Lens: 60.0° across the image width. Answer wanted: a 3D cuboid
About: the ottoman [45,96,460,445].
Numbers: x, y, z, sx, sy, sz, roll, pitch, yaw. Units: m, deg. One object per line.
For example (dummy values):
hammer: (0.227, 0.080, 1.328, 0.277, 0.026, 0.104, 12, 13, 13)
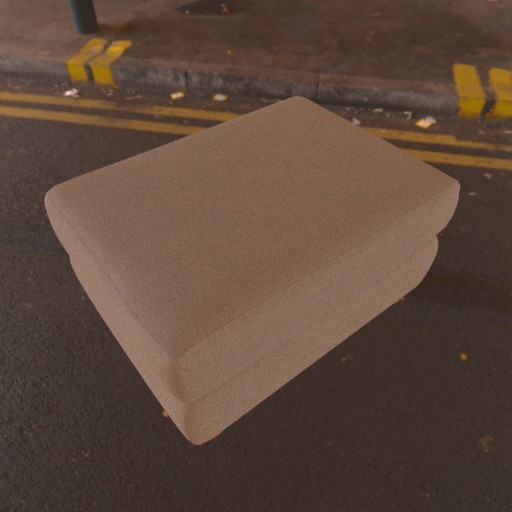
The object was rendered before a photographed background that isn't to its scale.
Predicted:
ottoman: (0.000, 0.000, 1.107, 0.773, 0.504, 0.569, -29, 52, -26)
